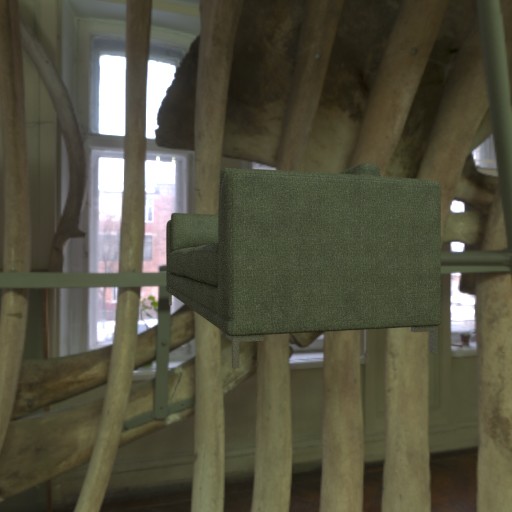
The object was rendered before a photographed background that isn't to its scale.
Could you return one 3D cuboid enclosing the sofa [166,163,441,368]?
[{"bbox_3d":[0.000,0.000,2.950,0.969,0.867,2.415,0,0,-17],"label":"sofa"}]
